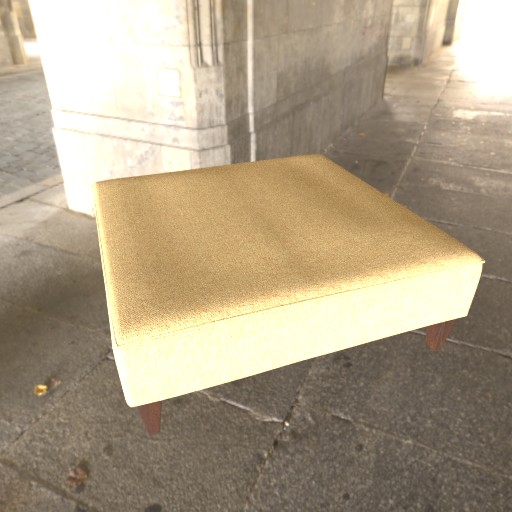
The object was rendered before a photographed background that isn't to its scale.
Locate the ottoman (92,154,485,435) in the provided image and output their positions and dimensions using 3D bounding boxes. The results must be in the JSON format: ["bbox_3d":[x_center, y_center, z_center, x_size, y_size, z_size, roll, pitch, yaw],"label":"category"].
[{"bbox_3d":[0.000,0.000,1.507,0.981,0.378,0.970,-11,32,-18],"label":"ottoman"}]
